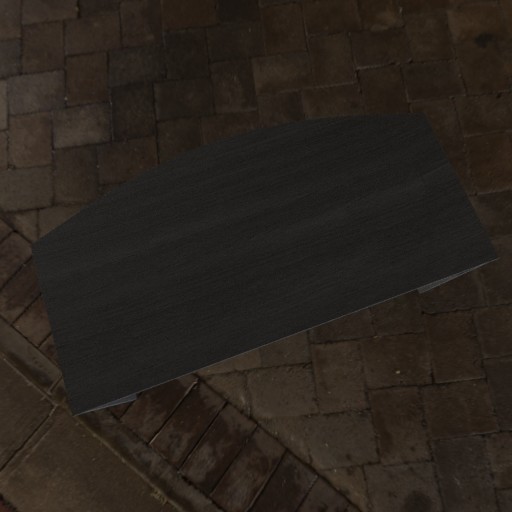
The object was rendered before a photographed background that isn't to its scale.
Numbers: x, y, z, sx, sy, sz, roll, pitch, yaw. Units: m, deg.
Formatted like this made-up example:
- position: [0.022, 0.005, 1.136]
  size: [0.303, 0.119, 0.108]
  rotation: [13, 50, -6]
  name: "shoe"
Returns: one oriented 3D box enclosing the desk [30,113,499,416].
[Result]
- position: [0.000, 0.000, 2.007]
  size: [1.600, 0.750, 0.802]
  rotation: [-19, 77, -5]
  name: "desk"
